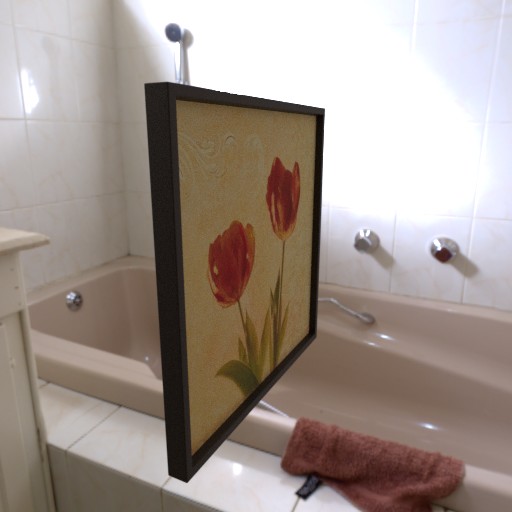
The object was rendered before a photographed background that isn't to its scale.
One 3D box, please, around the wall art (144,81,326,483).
[{"bbox_3d":[0.000,0.000,0.523,0.038,0.349,0.349,8,17,26],"label":"wall art"}]
